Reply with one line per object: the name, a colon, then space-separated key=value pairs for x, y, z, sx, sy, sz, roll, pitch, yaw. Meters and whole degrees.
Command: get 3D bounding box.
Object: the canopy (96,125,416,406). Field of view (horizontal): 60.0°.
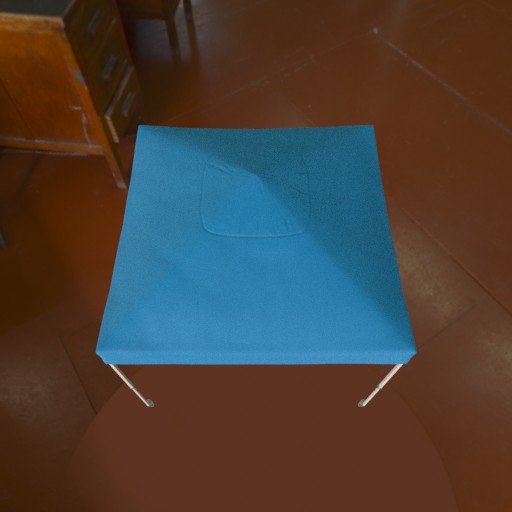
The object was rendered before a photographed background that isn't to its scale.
canopy: x=0.000 y=0.000 z=5.490 sx=2.998 sy=2.997 sz=2.996 roll=0 pitch=59 yaw=0
